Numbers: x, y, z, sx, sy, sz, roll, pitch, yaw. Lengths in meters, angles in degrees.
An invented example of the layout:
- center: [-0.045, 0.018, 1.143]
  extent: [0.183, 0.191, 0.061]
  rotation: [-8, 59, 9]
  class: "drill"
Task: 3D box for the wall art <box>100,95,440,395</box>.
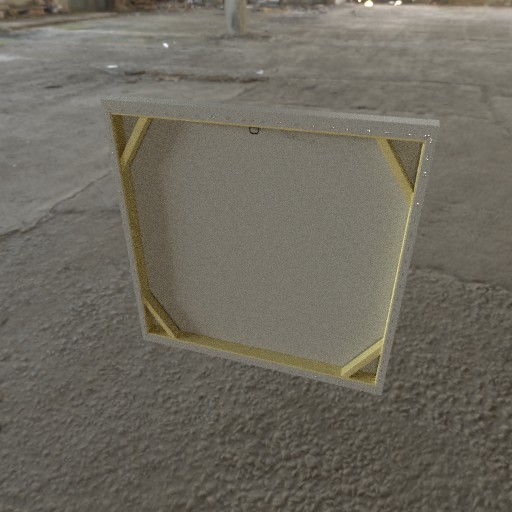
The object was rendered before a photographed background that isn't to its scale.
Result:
- center: [0.000, 0.000, 0.940]
  extent: [0.610, 0.610, 0.038]
  rotation: [10, 33, 15]
  class: "wall art"
